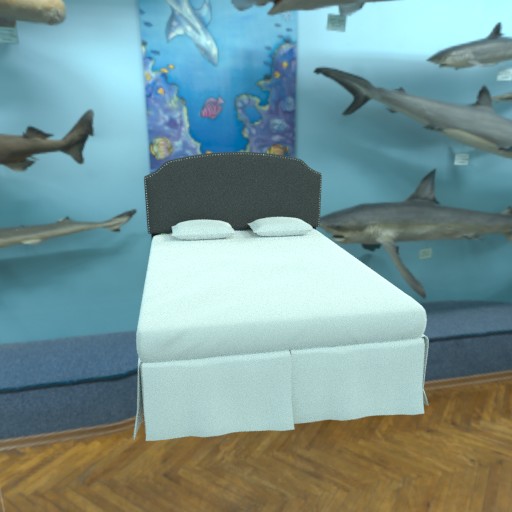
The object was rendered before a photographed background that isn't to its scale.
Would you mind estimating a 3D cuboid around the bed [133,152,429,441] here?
[{"bbox_3d":[0.000,0.000,2.994,1.558,1.270,1.999,-3,17,-10],"label":"bed"}]
